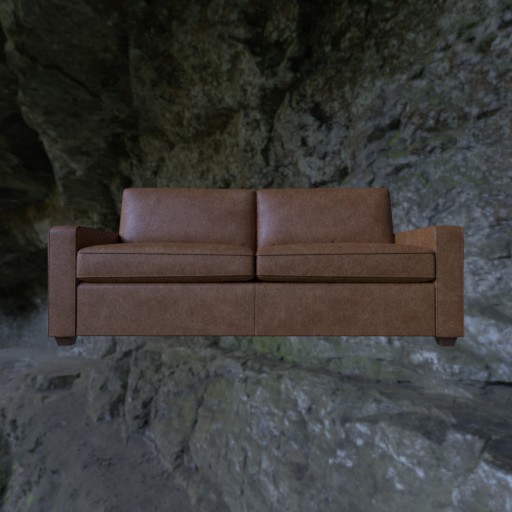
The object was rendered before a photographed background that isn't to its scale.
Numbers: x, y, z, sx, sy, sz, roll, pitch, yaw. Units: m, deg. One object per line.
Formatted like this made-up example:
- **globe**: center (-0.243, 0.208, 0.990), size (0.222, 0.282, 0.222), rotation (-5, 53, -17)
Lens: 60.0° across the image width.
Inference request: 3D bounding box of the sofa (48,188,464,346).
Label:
- **sofa**: center (0.000, 0.000, 2.702), size (2.156, 0.928, 0.991), rotation (0, -1, 0)
